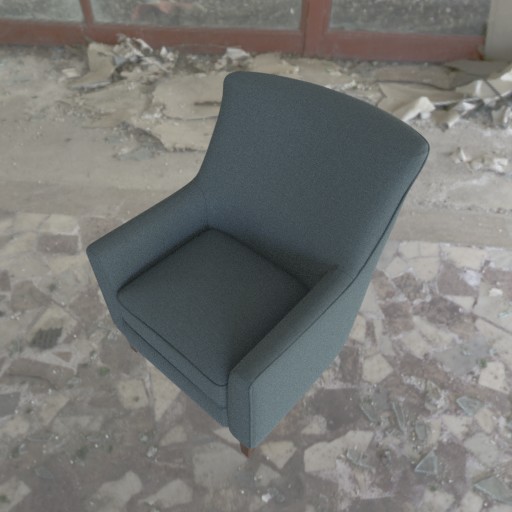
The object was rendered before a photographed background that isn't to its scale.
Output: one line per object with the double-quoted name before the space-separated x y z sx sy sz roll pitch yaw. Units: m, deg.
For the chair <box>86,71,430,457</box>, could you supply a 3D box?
"chair" 0.000 0.000 1.552 0.756 0.916 0.879 33 54 28
